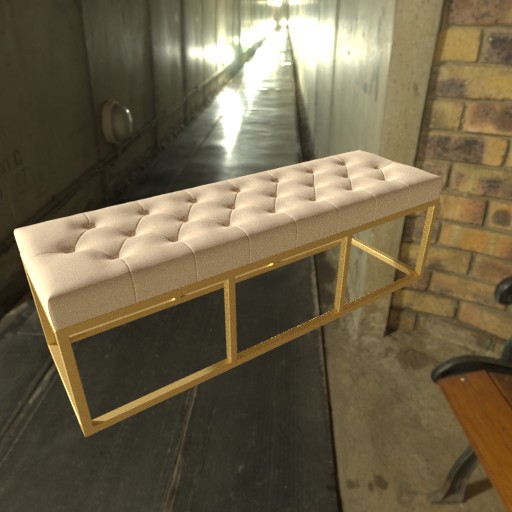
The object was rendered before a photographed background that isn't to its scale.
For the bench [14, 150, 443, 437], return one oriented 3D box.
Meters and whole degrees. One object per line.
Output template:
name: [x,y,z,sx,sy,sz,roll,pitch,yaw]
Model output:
bench: [0.000,0.000,1.644,1.473,0.484,0.457,-19,35,-29]
